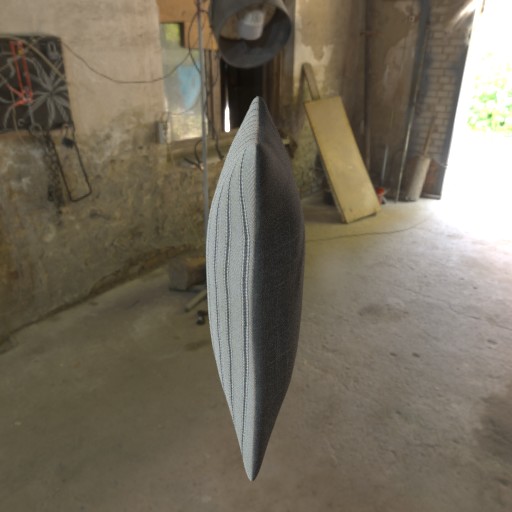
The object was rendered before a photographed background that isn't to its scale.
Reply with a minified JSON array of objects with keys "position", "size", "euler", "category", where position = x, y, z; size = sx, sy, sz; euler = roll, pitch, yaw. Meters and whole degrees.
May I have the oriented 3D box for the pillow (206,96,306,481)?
[{"position":[0.000,0.000,0.704],"size":[0.138,0.444,0.468],"euler":[0,26,1],"category":"pillow"}]
